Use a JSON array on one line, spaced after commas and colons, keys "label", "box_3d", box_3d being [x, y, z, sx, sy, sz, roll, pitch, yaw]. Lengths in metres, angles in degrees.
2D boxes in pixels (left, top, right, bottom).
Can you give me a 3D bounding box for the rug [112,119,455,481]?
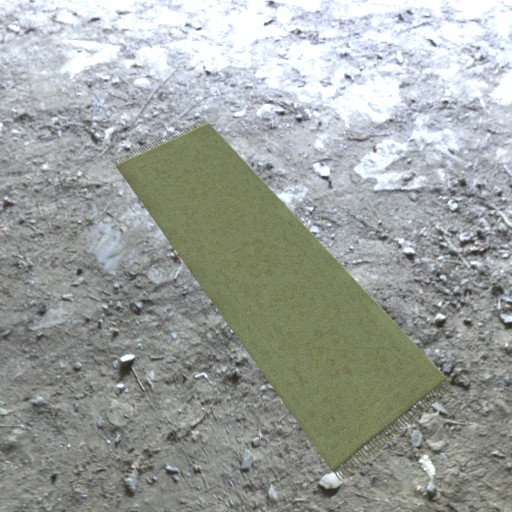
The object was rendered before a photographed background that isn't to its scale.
[{"label": "rug", "box_3d": [0.000, 0.000, 2.787, 0.795, 0.015, 2.544, -30, 62, -18]}]
